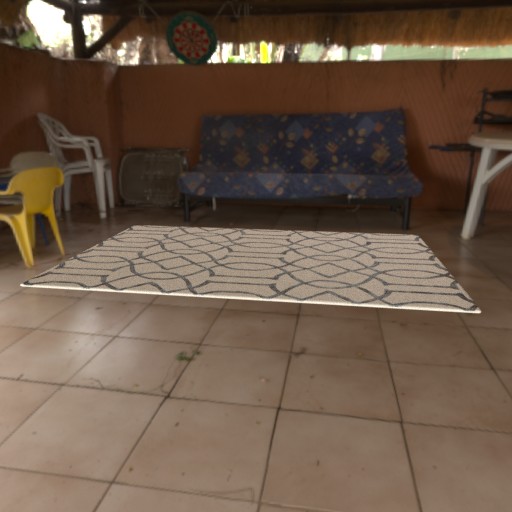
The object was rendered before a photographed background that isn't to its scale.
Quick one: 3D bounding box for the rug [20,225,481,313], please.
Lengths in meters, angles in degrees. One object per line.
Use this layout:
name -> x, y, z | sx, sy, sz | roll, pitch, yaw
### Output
rug -> 0.000, 0.000, 2.953 | 2.365, 0.017, 1.521 | 3, 17, 8
